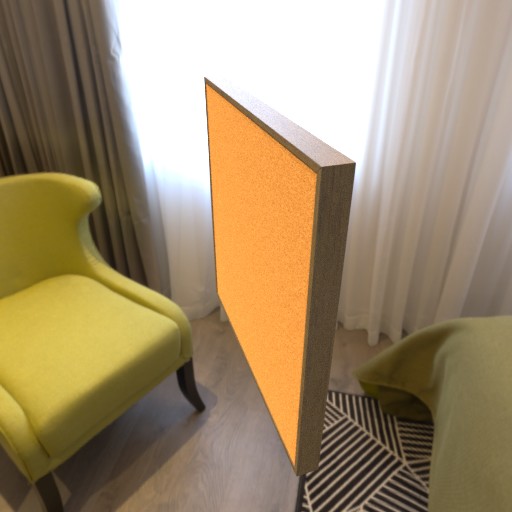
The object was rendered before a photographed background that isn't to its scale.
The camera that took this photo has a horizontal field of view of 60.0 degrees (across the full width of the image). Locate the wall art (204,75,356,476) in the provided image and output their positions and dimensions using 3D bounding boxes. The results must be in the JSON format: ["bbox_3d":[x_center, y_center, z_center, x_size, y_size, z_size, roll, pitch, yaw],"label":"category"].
[{"bbox_3d":[0.000,0.000,0.769,0.037,0.507,0.507,-10,33,-16],"label":"wall art"}]
